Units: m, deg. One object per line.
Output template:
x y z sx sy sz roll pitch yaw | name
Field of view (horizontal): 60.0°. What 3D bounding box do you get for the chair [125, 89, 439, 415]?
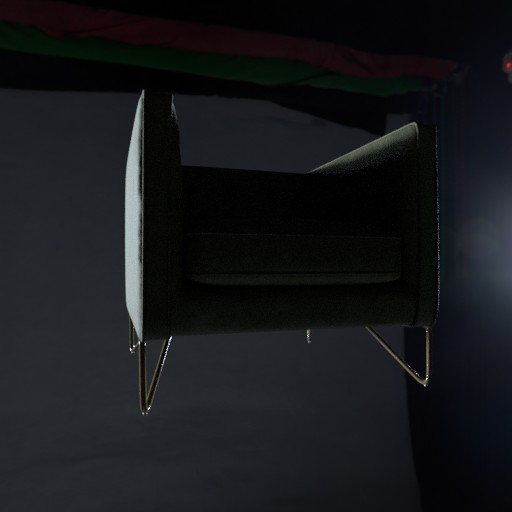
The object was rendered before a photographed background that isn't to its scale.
0.000 0.000 1.576 0.880 0.790 0.894 0 -1 -18 | chair
